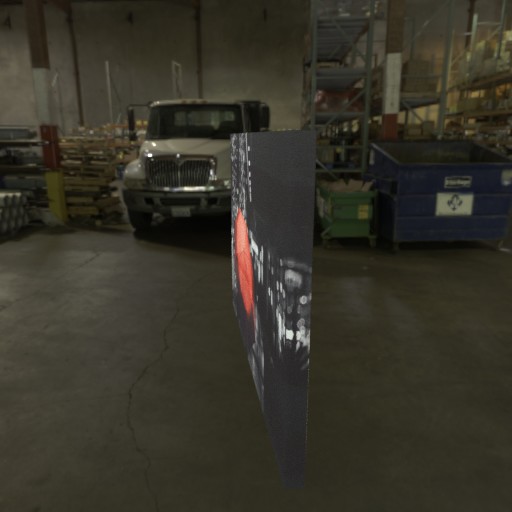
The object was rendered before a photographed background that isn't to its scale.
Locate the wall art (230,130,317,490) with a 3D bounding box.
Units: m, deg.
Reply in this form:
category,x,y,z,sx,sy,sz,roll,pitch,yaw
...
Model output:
category,x,y,z,sx,sy,sz,roll,pitch,yaw
wall art,0.000,0.000,1.137,0.038,0.609,0.914,-2,15,-8
